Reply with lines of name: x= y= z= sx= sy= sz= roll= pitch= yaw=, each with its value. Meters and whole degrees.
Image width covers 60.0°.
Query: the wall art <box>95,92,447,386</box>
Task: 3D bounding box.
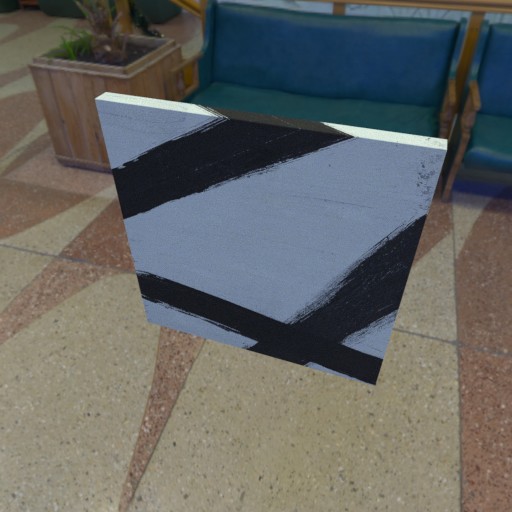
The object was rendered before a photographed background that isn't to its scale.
wall art: x=0.000 y=0.000 z=1.180 sx=0.765 sy=0.765 sz=0.046 roll=13 pitch=42 yaw=14
